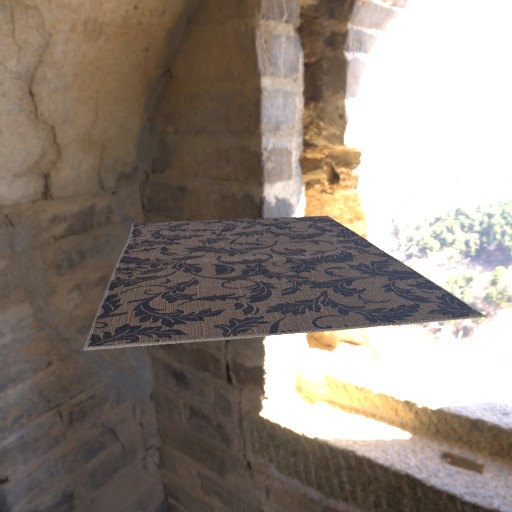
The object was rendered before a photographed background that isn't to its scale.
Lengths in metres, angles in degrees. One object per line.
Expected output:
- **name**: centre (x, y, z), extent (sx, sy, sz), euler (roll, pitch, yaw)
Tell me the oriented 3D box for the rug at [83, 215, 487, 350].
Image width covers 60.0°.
- **rug**: centre (0.000, 0.000, 3.912), extent (2.380, 0.008, 2.977), euler (-3, 18, -10)
